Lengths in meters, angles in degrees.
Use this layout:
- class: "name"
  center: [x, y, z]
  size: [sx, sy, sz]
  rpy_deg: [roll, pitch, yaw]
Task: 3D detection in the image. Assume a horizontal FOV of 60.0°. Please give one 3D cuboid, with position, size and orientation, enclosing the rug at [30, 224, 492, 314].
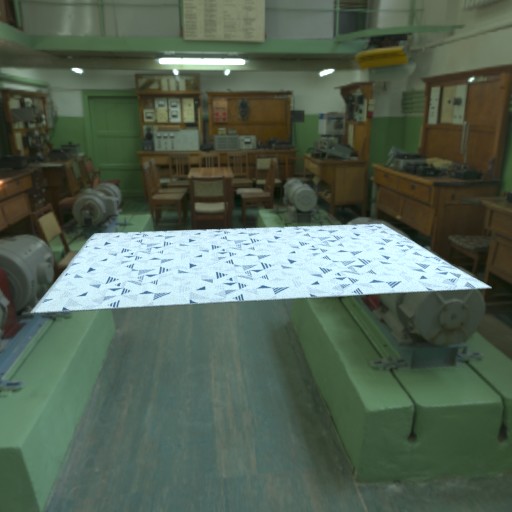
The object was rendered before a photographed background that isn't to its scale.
- class: "rug"
  center: [0.000, 0.000, 3.027]
  size: [2.457, 0.009, 1.512]
  rpy_deg: [-2, 18, -7]
